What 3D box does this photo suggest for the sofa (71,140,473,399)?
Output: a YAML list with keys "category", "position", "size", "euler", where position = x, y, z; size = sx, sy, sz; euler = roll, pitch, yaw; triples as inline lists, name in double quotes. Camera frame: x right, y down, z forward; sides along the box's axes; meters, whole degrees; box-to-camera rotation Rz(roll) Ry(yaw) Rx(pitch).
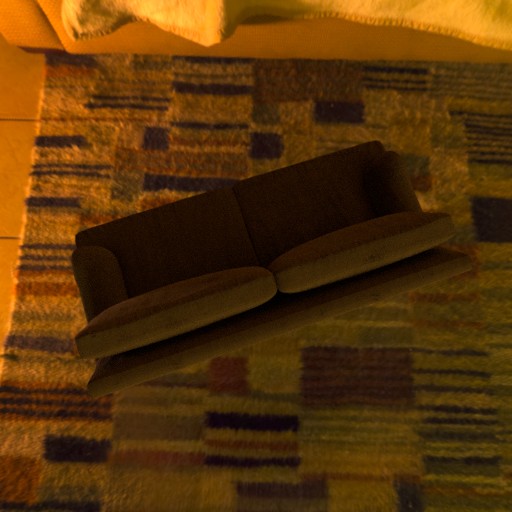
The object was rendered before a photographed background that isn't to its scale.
- category: "sofa"
  position: [0.000, 0.000, 2.813]
  size: [2.165, 1.087, 1.086]
  euler: [-18, 76, -5]
